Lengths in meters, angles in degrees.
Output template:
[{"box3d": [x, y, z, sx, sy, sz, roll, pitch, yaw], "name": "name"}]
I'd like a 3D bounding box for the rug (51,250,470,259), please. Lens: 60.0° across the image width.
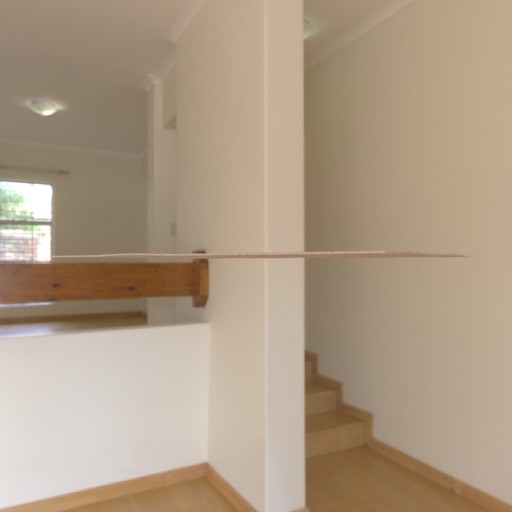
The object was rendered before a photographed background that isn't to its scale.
[{"box3d": [0.000, 0.000, 2.322, 1.829, 0.013, 1.220, -1, -1, 36], "name": "rug"}]
